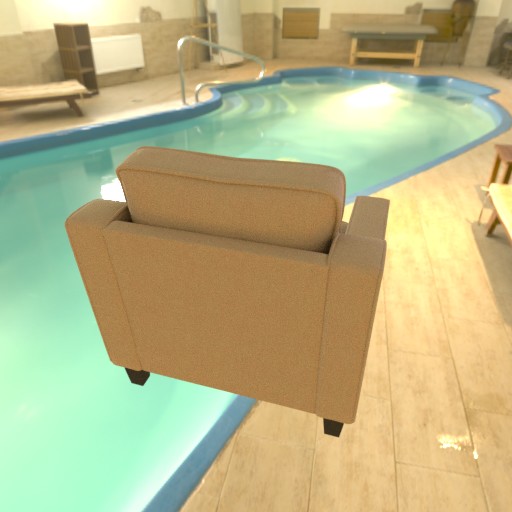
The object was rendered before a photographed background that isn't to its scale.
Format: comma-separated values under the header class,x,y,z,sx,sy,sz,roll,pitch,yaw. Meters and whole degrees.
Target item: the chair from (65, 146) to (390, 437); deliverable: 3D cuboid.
class,x,y,z,sx,sy,sz,roll,pitch,yaw
chair,0.000,0.000,1.698,0.922,0.948,0.882,9,33,15
